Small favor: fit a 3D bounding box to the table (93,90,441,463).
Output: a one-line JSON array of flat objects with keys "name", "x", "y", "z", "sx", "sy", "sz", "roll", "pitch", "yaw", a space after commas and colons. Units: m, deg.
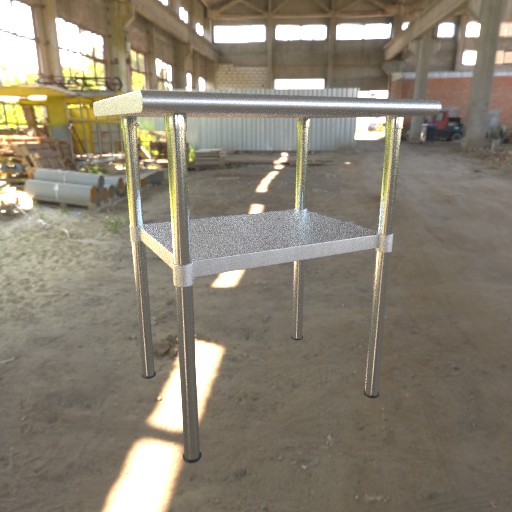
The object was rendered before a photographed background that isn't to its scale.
[{"name": "table", "x": 0.000, "y": 0.000, "z": 1.328, "sx": 0.762, "sy": 0.876, "sz": 0.584, "roll": -8, "pitch": 19, "yaw": -26}]
